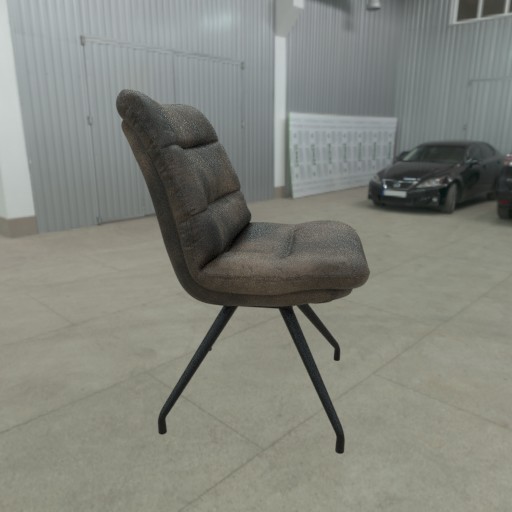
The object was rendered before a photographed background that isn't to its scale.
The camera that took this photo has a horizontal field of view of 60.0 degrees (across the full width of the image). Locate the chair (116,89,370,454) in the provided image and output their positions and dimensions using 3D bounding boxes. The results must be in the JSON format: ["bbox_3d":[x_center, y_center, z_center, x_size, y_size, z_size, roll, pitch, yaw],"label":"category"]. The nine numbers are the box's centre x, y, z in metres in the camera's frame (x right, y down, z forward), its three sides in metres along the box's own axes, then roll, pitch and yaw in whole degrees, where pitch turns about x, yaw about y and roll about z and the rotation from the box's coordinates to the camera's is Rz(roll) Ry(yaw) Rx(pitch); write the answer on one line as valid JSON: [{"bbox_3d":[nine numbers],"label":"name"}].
[{"bbox_3d":[0.000,0.000,1.270,0.622,0.870,0.549,2,16,9],"label":"chair"}]
